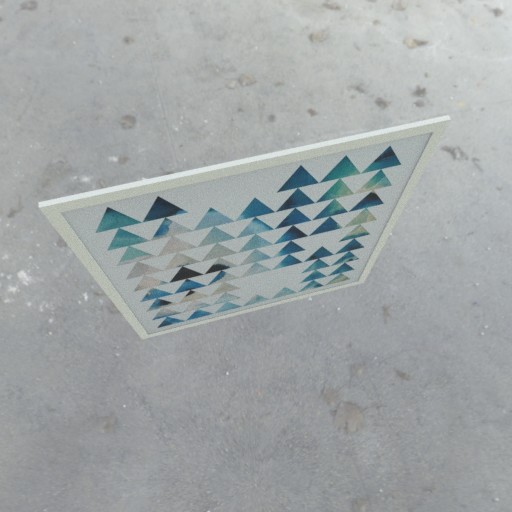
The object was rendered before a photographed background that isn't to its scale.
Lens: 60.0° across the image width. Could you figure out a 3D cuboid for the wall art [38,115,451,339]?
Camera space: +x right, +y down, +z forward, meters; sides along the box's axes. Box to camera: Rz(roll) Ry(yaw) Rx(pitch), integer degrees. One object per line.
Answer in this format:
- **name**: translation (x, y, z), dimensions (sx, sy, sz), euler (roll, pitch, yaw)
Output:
- **wall art**: translation (0.000, 0.000, 1.204), dimensions (0.809, 0.809, 0.012), euler (-14, 64, -7)
